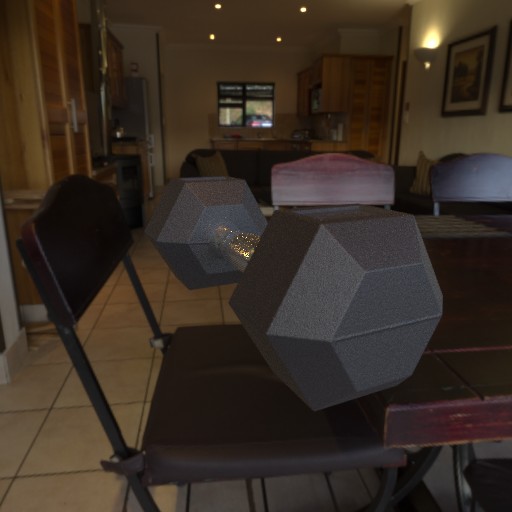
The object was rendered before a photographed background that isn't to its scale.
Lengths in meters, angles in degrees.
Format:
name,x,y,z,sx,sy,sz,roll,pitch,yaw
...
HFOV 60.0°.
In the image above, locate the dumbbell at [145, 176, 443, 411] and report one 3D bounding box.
name,x,y,z,sx,sy,sz,roll,pitch,yaw
dumbbell,0.000,0.000,0.315,0.106,0.092,0.272,-7,17,-25
